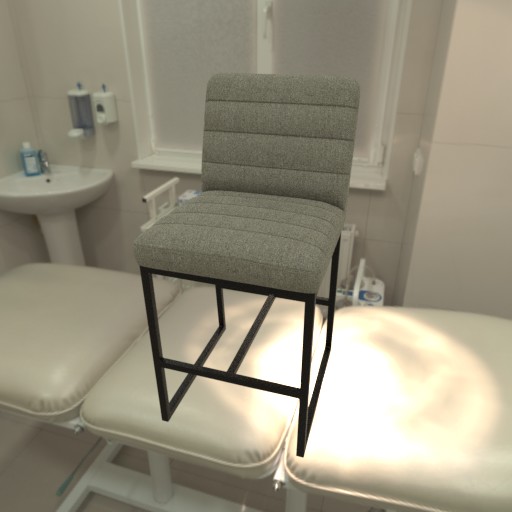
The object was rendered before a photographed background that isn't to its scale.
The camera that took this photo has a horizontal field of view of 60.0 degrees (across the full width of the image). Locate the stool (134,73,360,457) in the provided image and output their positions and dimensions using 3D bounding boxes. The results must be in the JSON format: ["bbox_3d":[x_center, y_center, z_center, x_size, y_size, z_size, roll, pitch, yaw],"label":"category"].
[{"bbox_3d":[0.000,0.000,1.286,0.460,0.940,0.560,8,28,16],"label":"stool"}]
